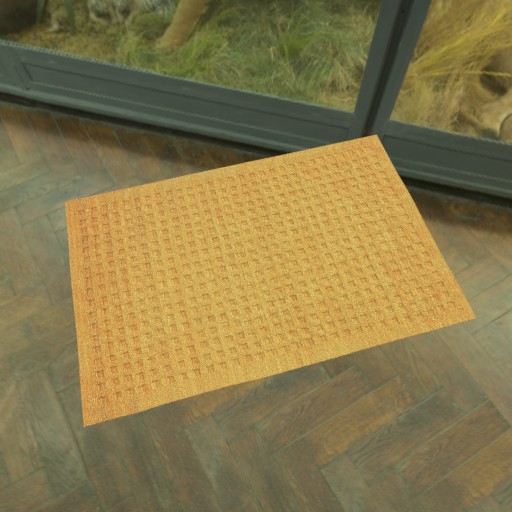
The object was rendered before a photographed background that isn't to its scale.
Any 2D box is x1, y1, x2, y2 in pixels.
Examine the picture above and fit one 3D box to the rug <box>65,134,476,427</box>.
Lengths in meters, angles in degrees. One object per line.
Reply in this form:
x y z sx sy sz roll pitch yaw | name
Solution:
0.000 0.000 2.149 1.747 0.006 1.143 -14 63 -7 | rug
